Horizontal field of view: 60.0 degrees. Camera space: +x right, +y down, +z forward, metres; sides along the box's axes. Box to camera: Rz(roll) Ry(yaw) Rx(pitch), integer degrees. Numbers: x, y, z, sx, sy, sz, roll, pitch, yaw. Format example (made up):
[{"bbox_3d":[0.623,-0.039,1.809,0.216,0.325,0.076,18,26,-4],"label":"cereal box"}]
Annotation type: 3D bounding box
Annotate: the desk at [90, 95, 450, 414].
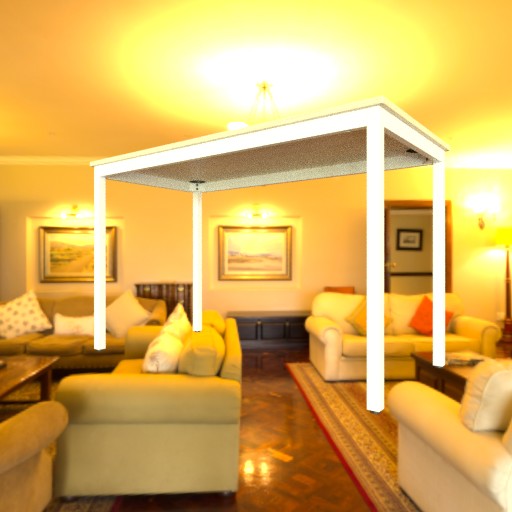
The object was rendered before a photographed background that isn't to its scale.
[{"bbox_3d":[0.000,0.000,1.629,1.200,0.750,0.600,0,0,37],"label":"desk"}]
